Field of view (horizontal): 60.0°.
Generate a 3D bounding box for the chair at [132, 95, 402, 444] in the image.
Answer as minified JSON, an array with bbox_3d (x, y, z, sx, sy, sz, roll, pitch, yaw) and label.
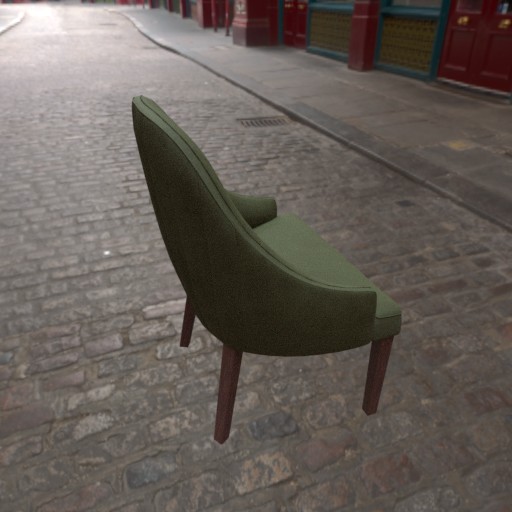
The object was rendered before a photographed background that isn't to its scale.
[{"bbox_3d":[0.000,0.000,1.264,0.575,0.889,0.643,-12,32,-19],"label":"chair"}]
